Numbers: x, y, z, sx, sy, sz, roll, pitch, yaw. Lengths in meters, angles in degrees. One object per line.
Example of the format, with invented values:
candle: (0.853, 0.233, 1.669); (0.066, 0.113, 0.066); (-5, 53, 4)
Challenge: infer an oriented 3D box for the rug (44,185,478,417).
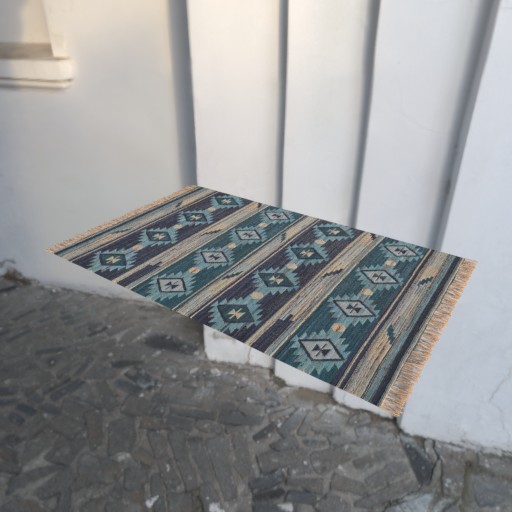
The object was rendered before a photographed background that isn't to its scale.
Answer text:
rug: (0.000, 0.000, 2.300); (1.936, 0.028, 1.181); (19, 35, 30)
